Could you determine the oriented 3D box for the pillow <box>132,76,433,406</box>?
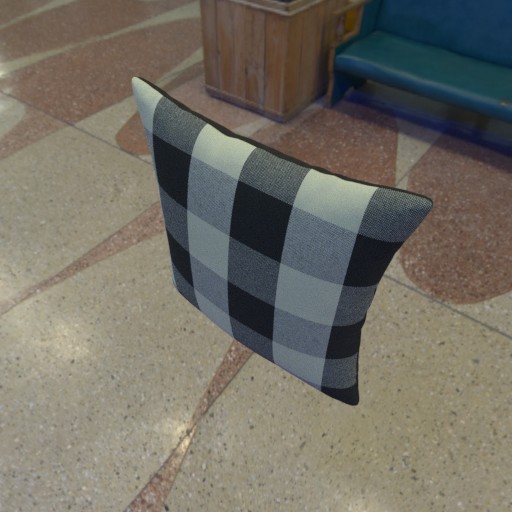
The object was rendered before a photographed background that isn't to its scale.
[{"bbox_3d":[0.000,0.000,0.789,0.511,0.509,0.161,30,53,26],"label":"pillow"}]
